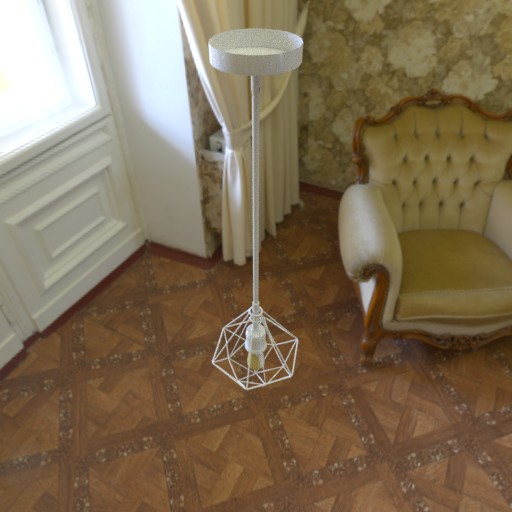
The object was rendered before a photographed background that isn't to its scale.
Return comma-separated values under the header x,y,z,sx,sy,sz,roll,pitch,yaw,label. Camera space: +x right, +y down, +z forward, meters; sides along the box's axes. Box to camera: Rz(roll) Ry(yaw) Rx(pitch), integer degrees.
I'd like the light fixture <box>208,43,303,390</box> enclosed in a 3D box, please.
x,y,z,sx,sy,sz,roll,pitch,yaw,label
0.000,0.000,1.953,0.487,1.764,0.431,-13,42,-14,light fixture
